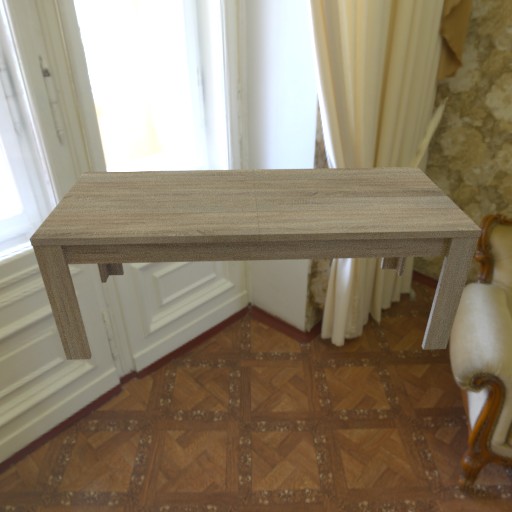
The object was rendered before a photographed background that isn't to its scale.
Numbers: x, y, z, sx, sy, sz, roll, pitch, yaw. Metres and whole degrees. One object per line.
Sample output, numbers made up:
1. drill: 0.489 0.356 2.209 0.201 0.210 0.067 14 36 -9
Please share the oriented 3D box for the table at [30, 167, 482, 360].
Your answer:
1. table: 0.000 0.000 2.742 2.200 0.790 0.900 -1 31 -2
